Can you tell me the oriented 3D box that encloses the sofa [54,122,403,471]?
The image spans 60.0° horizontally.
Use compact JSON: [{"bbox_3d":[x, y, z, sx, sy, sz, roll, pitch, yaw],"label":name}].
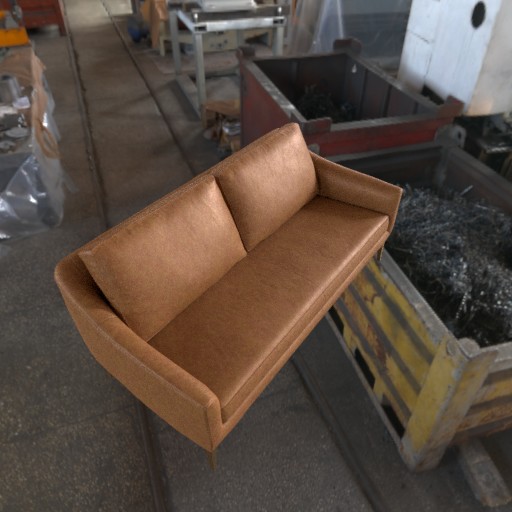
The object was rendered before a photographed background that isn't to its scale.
[{"bbox_3d":[0.000,0.000,2.637,0.981,0.945,2.036,25,46,27],"label":"sofa"}]
